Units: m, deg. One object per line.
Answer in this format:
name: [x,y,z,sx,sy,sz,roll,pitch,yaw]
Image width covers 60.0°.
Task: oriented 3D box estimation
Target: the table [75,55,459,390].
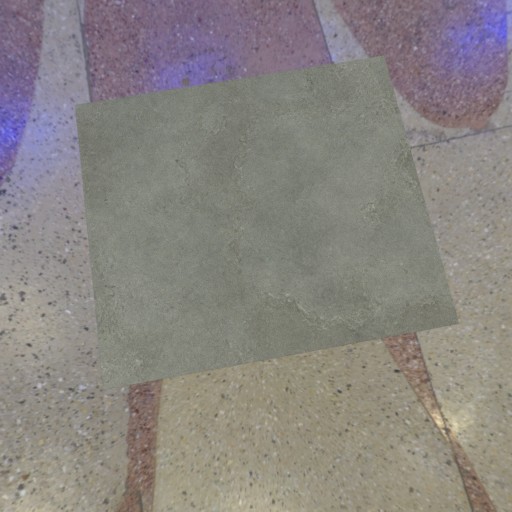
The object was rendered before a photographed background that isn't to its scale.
table: [0.000,0.000,1.551,0.800,1.020,0.700,-10,77,-2]
